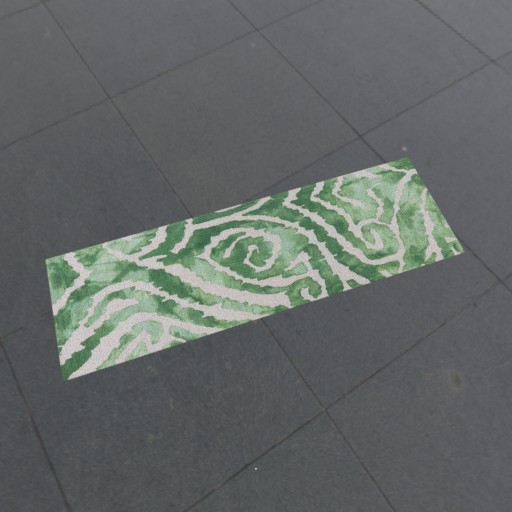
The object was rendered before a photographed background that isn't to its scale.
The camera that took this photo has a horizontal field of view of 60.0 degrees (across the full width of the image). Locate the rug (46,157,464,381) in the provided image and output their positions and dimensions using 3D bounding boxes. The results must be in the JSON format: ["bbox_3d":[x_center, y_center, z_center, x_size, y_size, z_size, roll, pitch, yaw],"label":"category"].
[{"bbox_3d":[0.000,0.000,2.701,2.438,0.006,0.761,-17,66,-8],"label":"rug"}]
